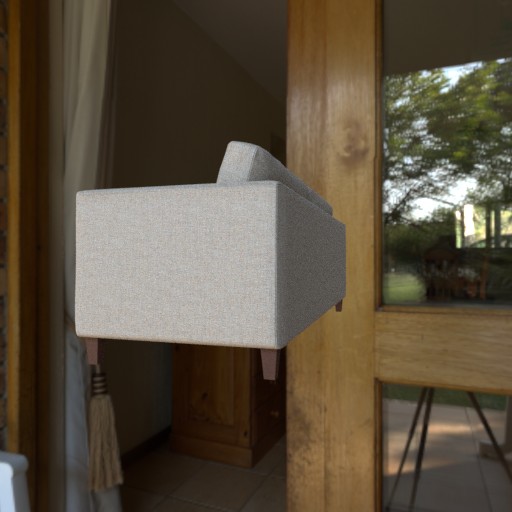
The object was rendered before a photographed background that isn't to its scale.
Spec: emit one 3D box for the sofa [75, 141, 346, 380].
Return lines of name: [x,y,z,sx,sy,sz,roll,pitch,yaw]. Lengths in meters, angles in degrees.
sofa: [0.000,0.000,2.935,0.951,0.965,2.434,0,0,17]
